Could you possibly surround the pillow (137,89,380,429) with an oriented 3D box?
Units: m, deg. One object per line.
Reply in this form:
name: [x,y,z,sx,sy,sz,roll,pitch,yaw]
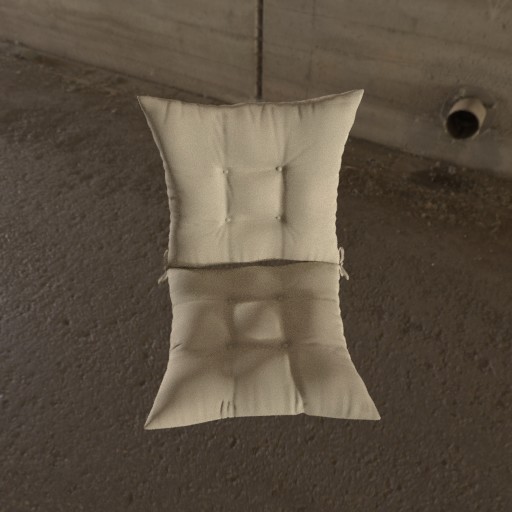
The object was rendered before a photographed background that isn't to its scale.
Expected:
pillow: [0.000,0.000,0.992,0.541,0.536,0.585,-2,45,-2]
